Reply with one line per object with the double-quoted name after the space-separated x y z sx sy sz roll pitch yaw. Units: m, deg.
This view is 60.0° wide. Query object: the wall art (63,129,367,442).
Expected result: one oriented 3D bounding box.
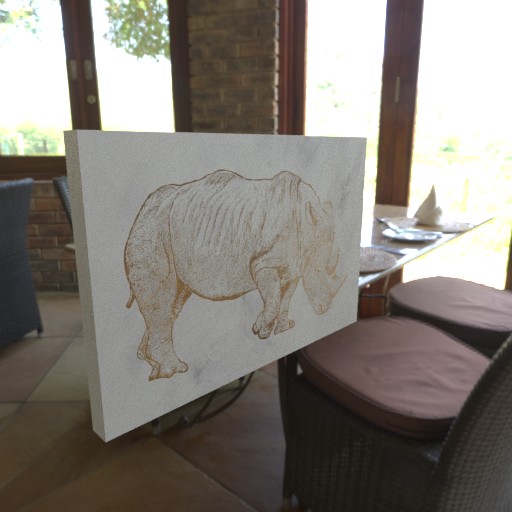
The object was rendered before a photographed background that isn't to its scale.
0.000 0.000 0.771 0.609 0.407 0.038 -13 19 -43 "wall art"
